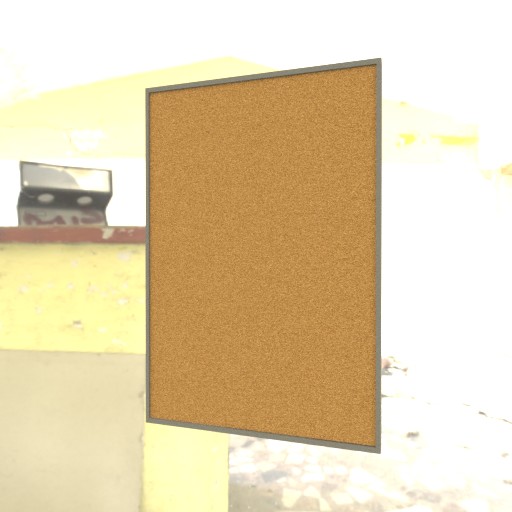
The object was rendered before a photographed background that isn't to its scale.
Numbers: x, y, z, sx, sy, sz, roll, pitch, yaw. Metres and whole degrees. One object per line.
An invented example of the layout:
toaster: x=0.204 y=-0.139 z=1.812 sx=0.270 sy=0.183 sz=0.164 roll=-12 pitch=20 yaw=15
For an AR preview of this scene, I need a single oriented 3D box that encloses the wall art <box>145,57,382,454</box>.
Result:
wall art: x=0.000 y=0.000 z=0.936 sx=0.511 sy=0.753 sz=0.039 roll=0 pitch=0 yaw=18
